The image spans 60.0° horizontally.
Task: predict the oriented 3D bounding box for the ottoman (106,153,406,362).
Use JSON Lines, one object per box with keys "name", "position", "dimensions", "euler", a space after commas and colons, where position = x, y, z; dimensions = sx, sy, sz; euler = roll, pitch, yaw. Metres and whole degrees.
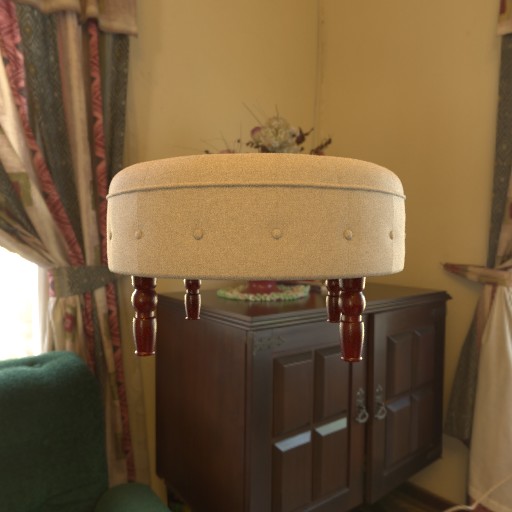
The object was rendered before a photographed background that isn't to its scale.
{"name": "ottoman", "position": [0.000, 0.000, 1.331], "dimensions": [0.849, 0.478, 0.849], "euler": [0, 2, 0]}
